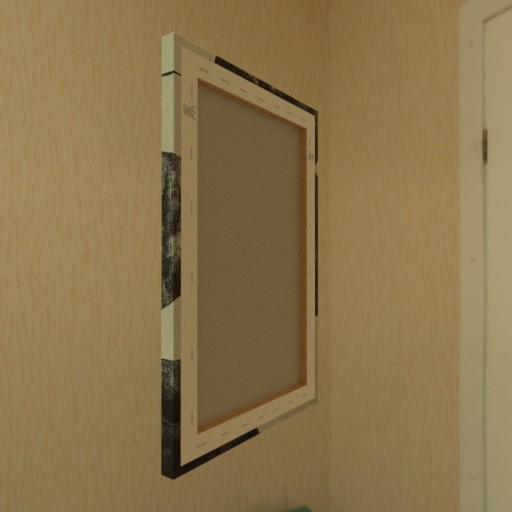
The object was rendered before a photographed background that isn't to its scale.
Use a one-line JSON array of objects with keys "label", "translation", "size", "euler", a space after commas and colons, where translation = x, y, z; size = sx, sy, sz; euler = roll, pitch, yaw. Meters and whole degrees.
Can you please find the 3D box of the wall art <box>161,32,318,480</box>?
[{"label": "wall art", "translation": [0.000, 0.000, 1.159], "size": [0.041, 0.915, 0.610], "euler": [0, -1, 37]}]
